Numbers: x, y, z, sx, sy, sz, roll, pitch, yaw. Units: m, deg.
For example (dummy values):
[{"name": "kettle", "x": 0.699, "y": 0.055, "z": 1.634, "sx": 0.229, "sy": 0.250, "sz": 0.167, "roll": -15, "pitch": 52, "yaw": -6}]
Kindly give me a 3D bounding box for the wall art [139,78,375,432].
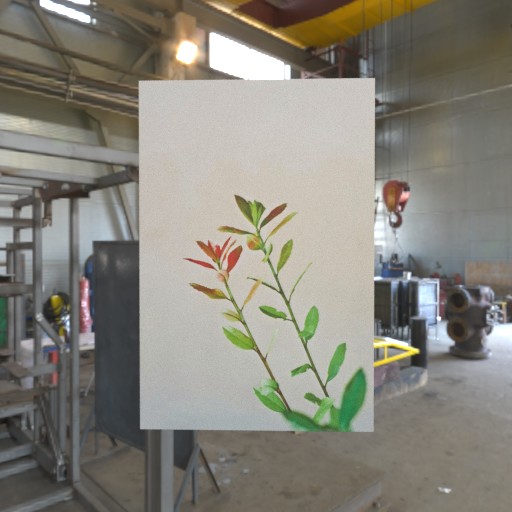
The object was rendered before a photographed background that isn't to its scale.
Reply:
[{"name": "wall art", "x": 0.000, "y": 0.000, "z": 1.460, "sx": 0.764, "sy": 1.143, "sz": 0.038, "roll": 0, "pitch": 1, "yaw": 2}]
